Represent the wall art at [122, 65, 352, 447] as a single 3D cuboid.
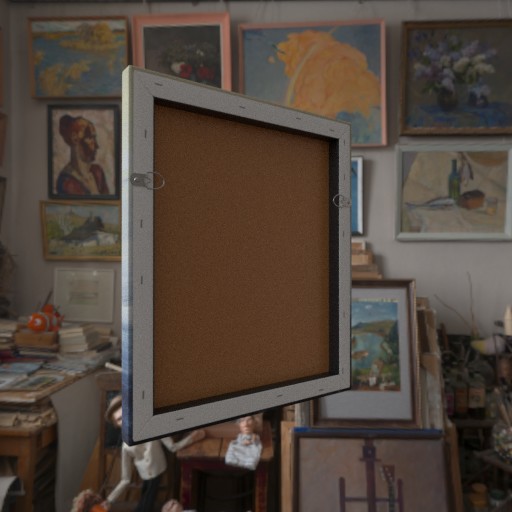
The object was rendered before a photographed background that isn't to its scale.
[{"bbox_3d":[0.000,0.000,1.012,0.608,0.710,0.041,0,0,-36],"label":"wall art"}]
